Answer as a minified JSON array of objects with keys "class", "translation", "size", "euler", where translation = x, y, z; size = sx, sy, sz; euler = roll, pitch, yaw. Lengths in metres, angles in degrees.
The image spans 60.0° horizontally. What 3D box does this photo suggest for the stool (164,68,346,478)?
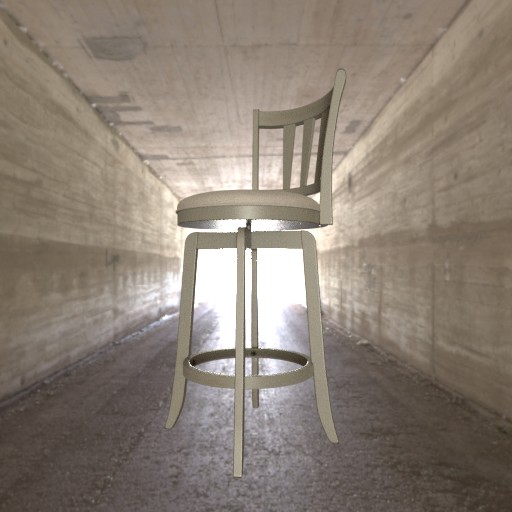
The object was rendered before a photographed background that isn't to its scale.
[{"class":"stool","translation":[0.000,0.000,1.313],"size":[0.475,1.042,0.436],"euler":[0,-1,-36]}]
